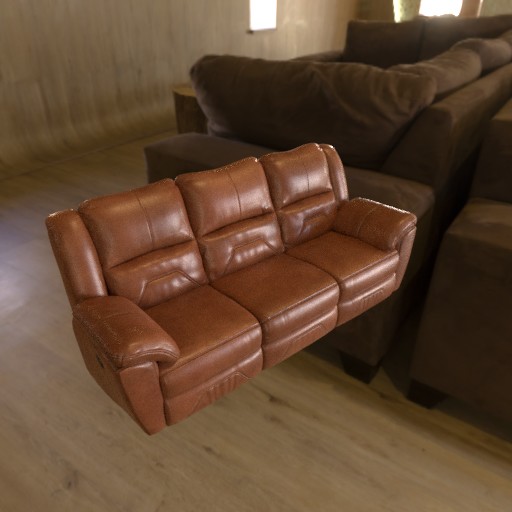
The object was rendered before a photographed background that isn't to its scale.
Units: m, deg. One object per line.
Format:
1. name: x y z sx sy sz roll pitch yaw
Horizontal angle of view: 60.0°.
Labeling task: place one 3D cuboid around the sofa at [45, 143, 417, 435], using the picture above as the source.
1. sofa: 0.000 0.000 2.914 2.337 1.043 0.991 -22 37 -33
